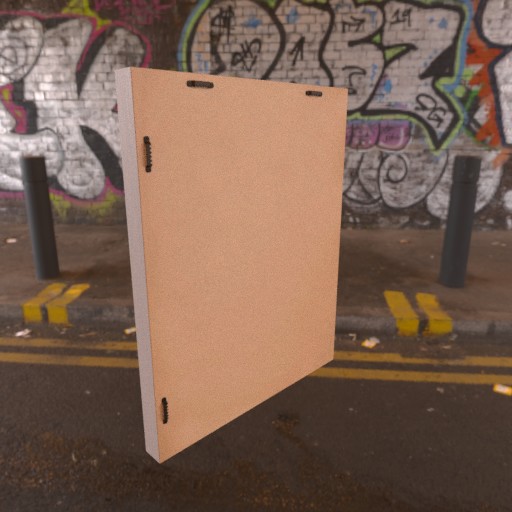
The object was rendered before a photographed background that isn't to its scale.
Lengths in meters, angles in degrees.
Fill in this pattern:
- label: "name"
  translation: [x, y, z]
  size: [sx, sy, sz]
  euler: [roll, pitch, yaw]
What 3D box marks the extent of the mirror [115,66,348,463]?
- label: "mirror"
  translation: [0.000, 0.000, 0.688]
  size: [0.405, 0.508, 0.041]
  euler: [-16, 22, -43]
